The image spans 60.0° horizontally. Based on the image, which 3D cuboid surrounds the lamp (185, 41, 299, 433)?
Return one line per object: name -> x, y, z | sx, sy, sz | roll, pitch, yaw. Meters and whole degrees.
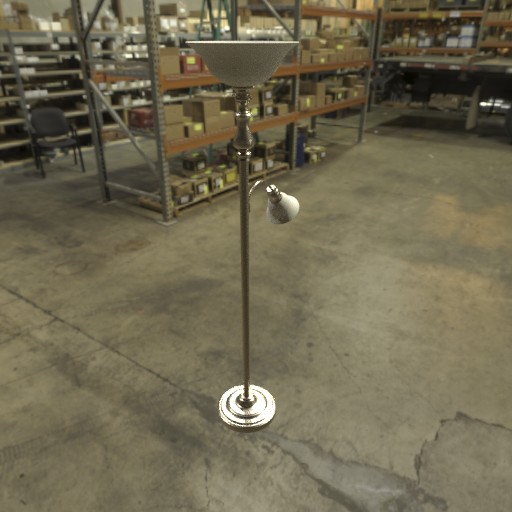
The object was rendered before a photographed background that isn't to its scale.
lamp -> 0.000, 0.000, 2.049 | 0.405, 1.785, 0.575 | 18, 32, 31
